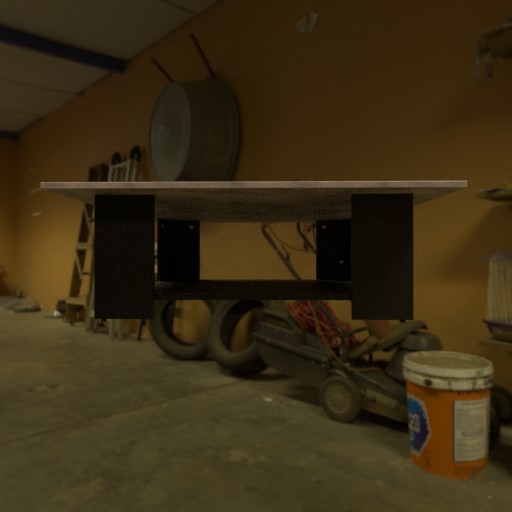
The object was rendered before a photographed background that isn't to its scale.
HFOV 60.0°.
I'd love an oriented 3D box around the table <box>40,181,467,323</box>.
[{"bbox_3d":[0.000,0.000,1.367,0.890,0.305,0.890,0,0,1],"label":"table"}]
